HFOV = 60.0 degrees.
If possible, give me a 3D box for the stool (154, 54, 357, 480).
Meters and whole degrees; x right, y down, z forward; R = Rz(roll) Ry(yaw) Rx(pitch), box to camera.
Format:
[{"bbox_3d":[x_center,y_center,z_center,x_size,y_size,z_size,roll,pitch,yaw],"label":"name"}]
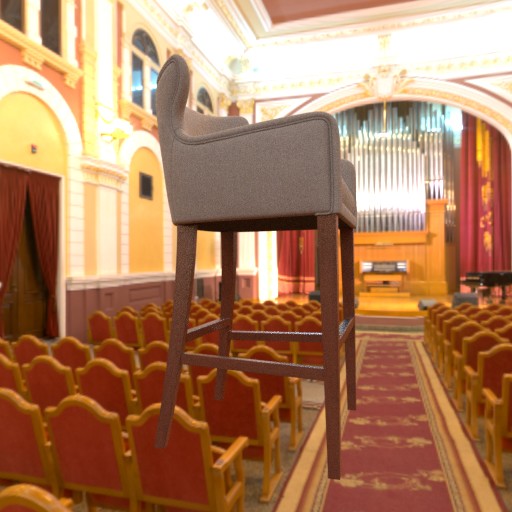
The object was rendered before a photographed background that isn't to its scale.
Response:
[{"bbox_3d":[0.000,0.000,1.365,0.575,1.047,0.575,0,0,17],"label":"stool"}]
